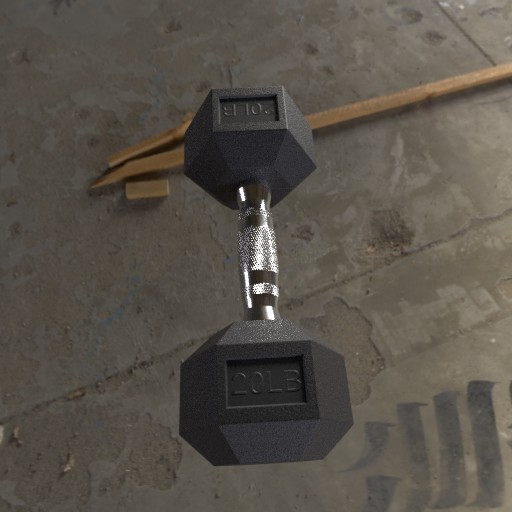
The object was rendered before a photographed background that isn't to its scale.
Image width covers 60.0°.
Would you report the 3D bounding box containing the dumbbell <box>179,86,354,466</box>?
[{"bbox_3d":[0.000,0.000,0.350,0.116,0.101,0.297,-3,64,-1],"label":"dumbbell"}]
